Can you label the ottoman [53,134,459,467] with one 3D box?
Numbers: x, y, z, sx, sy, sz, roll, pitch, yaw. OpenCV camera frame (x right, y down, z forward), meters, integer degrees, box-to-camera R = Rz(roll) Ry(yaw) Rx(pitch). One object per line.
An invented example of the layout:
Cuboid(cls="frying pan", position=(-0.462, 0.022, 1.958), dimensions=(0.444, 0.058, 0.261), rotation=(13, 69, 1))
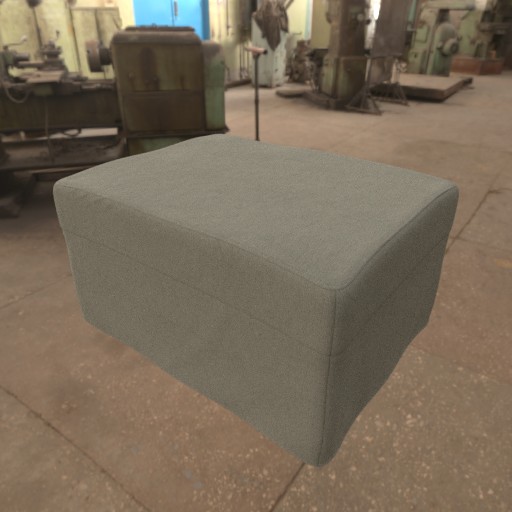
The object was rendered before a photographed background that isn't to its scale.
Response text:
Cuboid(cls="ottoman", position=(0.000, 0.000, 1.215), dimensions=(0.833, 0.461, 0.648), rotation=(21, 35, 32))
